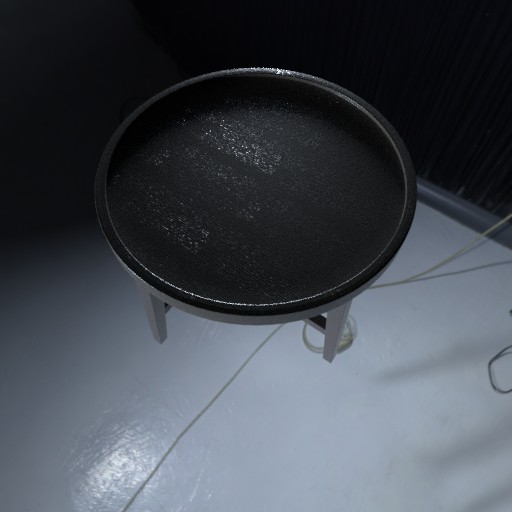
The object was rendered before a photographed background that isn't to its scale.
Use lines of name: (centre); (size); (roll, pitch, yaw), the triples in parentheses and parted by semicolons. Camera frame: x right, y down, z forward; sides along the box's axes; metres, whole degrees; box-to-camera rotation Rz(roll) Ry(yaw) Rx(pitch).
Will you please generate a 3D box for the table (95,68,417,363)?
table: (0.000, 0.000, 0.925); (0.500, 0.531, 0.500); (0, 59, 0)
